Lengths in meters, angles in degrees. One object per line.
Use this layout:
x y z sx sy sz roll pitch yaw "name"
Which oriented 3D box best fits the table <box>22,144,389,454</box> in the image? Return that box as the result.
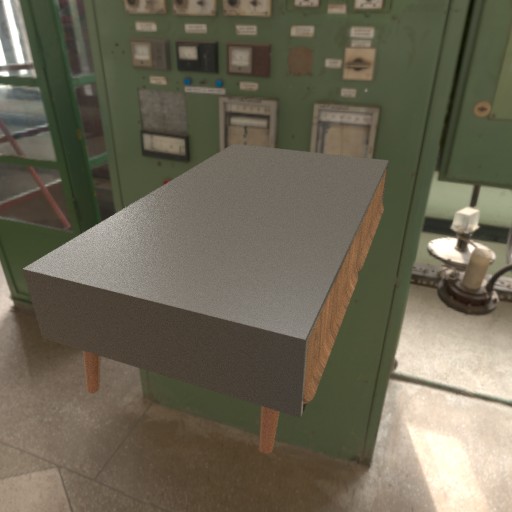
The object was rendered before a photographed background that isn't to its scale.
0.000 0.000 1.510 0.703 0.404 1.201 11 31 19 "table"
